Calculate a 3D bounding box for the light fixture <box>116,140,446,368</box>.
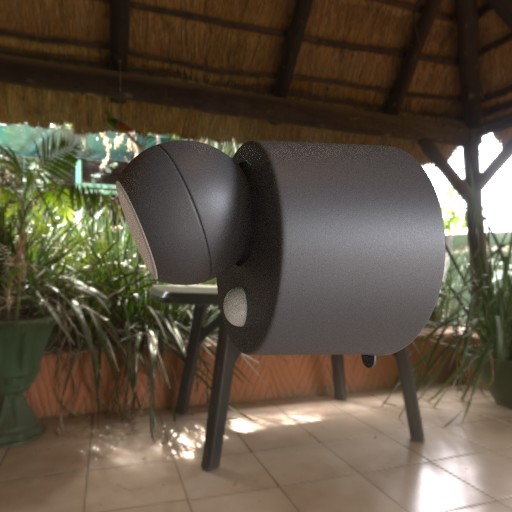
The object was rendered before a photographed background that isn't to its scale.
[{"bbox_3d":[0.000,0.000,0.264,0.160,0.143,0.134,1,-2,-19],"label":"light fixture"}]
